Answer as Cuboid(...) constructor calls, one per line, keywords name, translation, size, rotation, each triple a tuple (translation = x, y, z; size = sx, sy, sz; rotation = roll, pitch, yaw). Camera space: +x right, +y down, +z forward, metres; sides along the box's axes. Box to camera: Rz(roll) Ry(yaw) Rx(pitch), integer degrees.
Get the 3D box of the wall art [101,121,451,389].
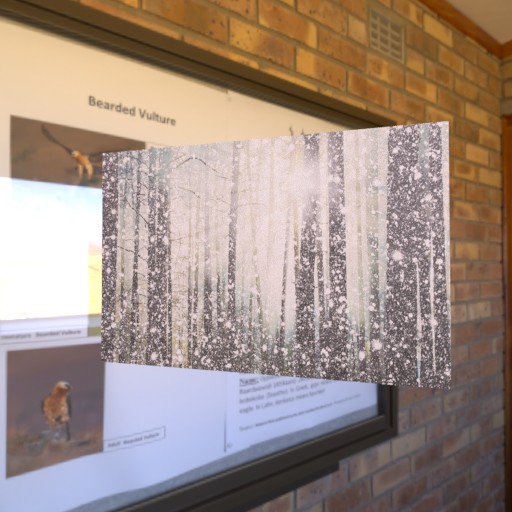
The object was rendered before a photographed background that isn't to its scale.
Cuboid(name="wall art", translation=(0.000, 0.000, 1.146), size=(0.919, 0.598, 0.038), rotation=(0, -1, 18))
